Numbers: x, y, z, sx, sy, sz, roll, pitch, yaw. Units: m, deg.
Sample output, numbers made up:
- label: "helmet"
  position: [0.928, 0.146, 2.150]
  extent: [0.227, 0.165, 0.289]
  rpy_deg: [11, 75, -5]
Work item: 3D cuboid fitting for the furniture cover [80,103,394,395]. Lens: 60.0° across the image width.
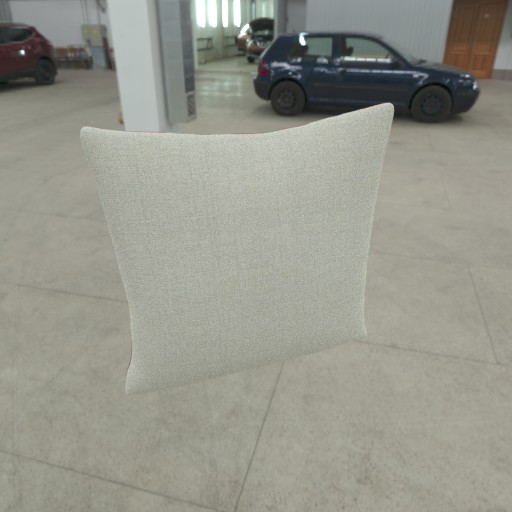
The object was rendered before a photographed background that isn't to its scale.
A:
- label: "furniture cover"
  position: [0.000, 0.000, 0.668]
  extent: [0.435, 0.420, 0.145]
  rpy_deg: [-10, 29, -17]
